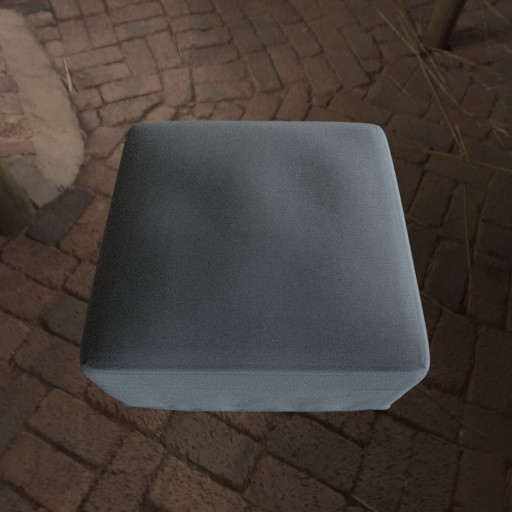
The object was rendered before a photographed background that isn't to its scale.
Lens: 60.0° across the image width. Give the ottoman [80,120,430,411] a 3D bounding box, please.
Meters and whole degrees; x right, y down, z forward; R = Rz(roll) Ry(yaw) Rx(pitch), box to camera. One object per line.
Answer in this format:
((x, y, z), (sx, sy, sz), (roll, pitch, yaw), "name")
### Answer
((0.000, 0.000, 1.368), (0.843, 0.441, 0.842), (0, 59, 0), "ottoman")
